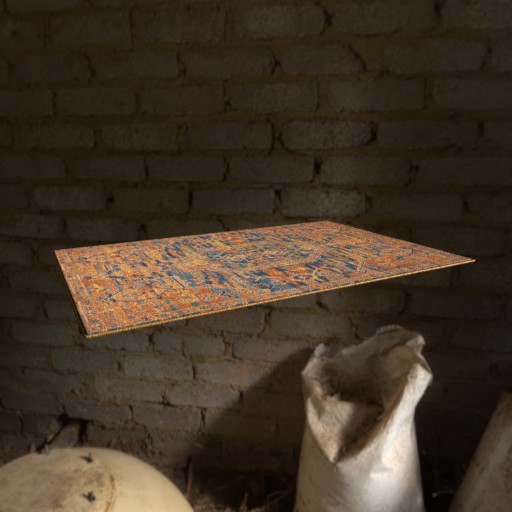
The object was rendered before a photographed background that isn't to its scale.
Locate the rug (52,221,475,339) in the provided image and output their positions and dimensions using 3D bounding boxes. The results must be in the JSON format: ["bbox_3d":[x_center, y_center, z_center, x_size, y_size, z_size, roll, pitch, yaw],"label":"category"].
[{"bbox_3d":[0.000,0.000,1.072,0.863,0.008,0.557,-8,17,-27],"label":"rug"}]
